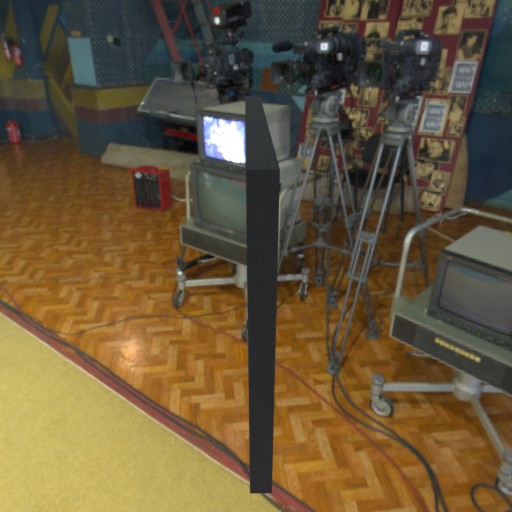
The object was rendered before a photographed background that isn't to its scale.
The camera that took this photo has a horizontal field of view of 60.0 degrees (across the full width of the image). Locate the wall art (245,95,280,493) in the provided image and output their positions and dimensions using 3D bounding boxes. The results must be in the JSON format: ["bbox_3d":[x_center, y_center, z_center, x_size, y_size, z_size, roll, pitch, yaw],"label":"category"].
[{"bbox_3d":[0.000,0.000,0.757,0.030,0.454,0.554,-1,27,-1],"label":"wall art"}]
